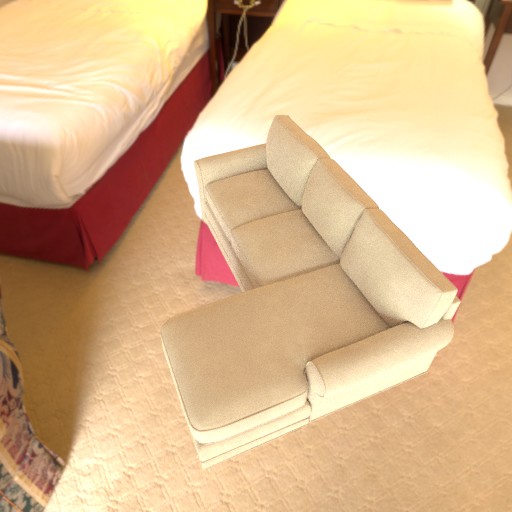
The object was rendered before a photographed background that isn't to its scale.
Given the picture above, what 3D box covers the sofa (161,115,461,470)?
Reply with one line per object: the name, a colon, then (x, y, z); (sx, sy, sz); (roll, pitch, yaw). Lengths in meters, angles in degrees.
sofa: (0.000, 0.000, 2.410); (1.226, 0.734, 1.770); (-17, 48, -16)
